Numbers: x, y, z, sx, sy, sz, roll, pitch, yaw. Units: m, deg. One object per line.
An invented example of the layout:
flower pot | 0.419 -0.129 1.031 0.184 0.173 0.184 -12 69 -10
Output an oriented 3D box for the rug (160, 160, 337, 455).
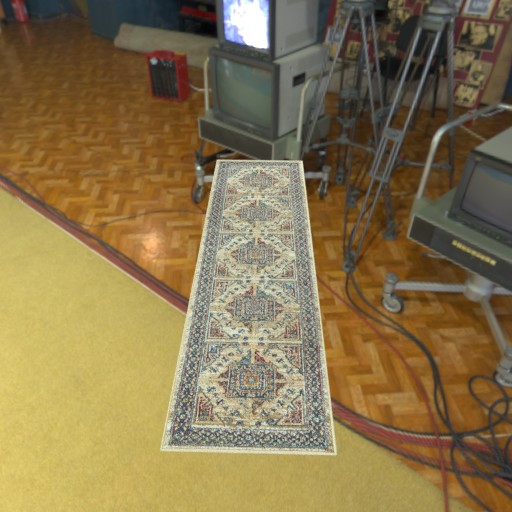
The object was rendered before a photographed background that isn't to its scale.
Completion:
rug | 0.000 0.000 2.535 0.661 0.013 2.297 1 40 1
